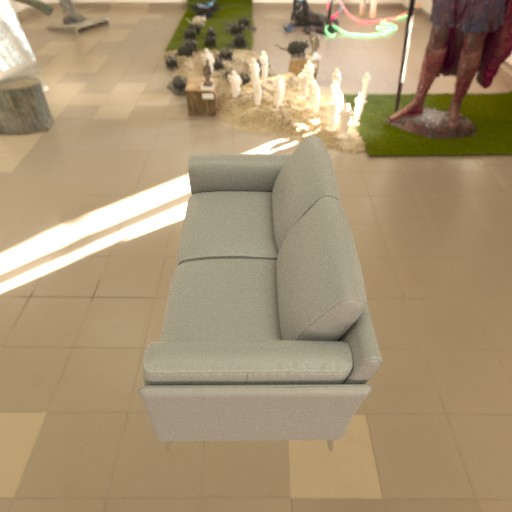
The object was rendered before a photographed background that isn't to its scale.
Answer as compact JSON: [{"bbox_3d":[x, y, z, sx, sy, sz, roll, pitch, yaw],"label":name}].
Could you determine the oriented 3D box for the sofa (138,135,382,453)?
[{"bbox_3d":[0.000,0.000,2.764,1.049,0.930,2.101,0,40,0],"label":"sofa"}]
